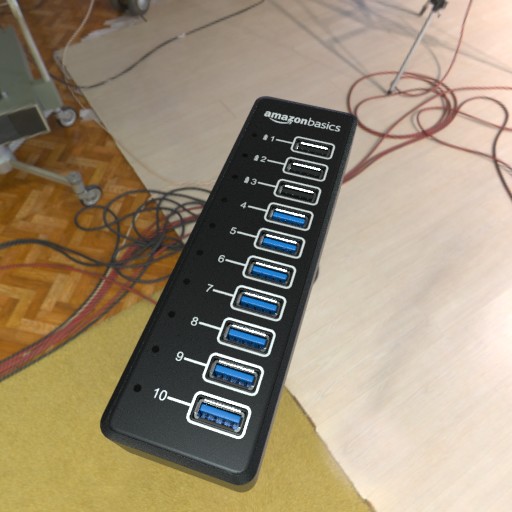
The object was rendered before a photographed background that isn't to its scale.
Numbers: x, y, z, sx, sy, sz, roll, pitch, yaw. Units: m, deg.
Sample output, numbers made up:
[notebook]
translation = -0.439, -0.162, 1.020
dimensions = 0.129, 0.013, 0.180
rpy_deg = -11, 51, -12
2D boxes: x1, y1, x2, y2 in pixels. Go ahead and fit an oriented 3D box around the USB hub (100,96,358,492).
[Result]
[USB hub]
translation = 0.000, 0.000, 0.159
dimensions = 0.044, 0.023, 0.145
rpy_deg = 15, 59, 9
